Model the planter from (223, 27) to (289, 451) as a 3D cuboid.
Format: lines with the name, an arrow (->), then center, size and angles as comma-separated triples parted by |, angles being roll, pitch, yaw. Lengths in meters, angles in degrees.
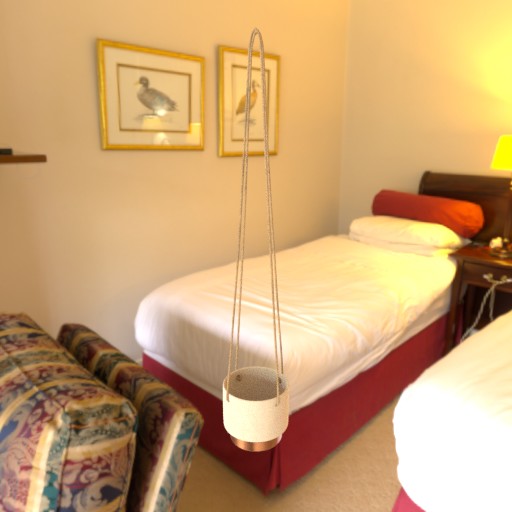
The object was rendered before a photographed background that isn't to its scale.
planter -> 0.000, 0.000, 0.899 | 0.146, 0.841, 0.146 | 2, 15, 8
